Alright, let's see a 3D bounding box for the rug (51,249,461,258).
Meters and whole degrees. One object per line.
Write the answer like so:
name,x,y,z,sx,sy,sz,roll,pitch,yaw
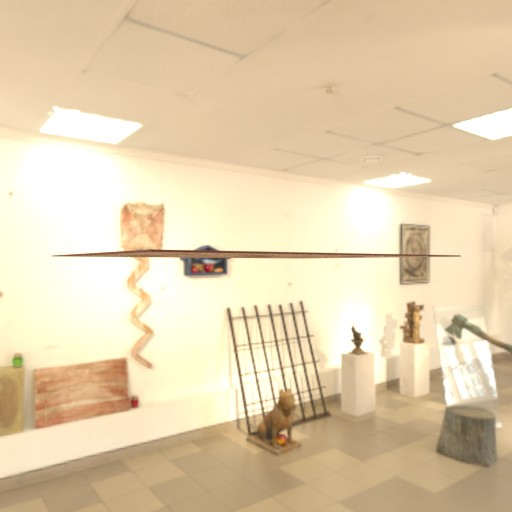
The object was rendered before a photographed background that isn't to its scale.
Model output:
rug,0.000,0.000,4.314,3.197,0.013,2.381,1,-1,-37
